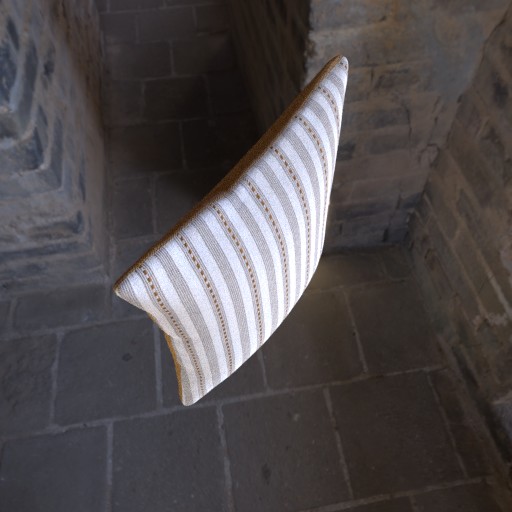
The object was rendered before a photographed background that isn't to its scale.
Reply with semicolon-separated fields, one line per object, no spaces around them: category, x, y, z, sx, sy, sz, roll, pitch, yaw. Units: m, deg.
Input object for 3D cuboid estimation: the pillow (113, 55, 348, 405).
pillow;0.000;0.000;0.674;0.147;0.437;0.432;29;62;18
